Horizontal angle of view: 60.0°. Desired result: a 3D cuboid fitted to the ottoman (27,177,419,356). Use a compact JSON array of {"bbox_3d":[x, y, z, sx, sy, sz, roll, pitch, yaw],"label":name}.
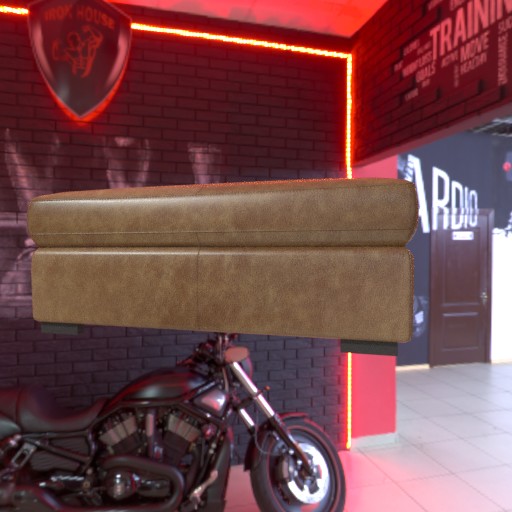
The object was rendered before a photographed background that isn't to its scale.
[{"bbox_3d":[0.000,0.000,1.777,1.168,0.483,1.169,0,1,17],"label":"ottoman"}]
